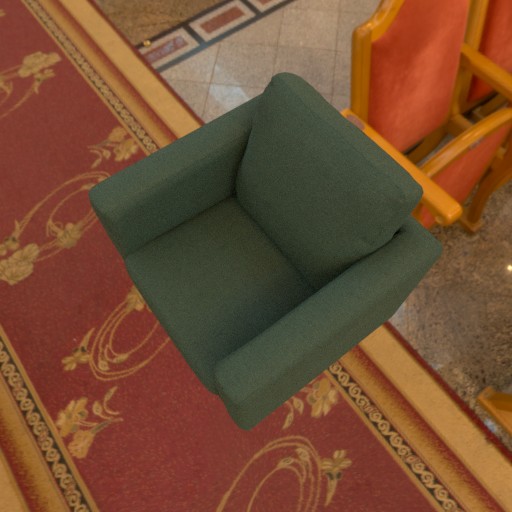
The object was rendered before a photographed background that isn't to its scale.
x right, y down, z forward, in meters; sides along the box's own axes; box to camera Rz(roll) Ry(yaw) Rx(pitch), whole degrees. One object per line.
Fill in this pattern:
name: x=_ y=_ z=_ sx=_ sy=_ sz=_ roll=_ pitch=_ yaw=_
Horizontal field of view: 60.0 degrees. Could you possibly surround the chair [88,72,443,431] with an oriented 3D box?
chair: x=0.000 y=0.000 z=1.571 sx=0.800 sy=0.927 sz=0.855 roll=-34 pitch=67 yaw=-16
